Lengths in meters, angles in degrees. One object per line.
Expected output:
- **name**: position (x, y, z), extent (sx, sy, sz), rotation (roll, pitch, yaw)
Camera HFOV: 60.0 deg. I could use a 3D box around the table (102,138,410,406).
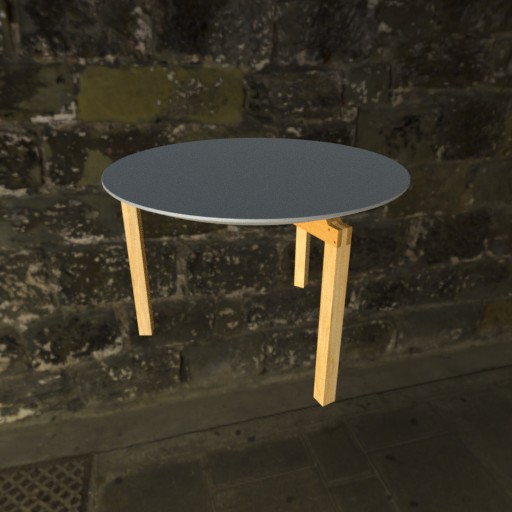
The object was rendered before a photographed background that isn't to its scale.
- **table**: position (0.000, 0.000, 0.990), extent (0.600, 0.405, 0.600), rotation (0, 26, 0)
